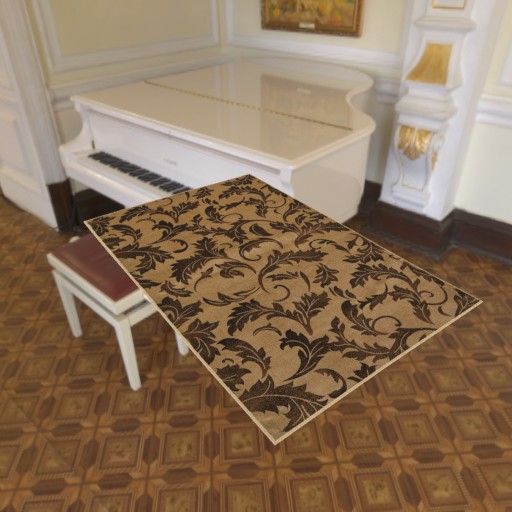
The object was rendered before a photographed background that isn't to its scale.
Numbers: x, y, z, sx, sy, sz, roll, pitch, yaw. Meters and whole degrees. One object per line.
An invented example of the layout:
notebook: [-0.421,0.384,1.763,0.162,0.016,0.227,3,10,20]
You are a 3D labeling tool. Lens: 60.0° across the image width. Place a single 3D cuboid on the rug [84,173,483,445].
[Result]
rug: [0.000,0.000,2.905,1.522,0.008,2.284,-22,39,-30]
